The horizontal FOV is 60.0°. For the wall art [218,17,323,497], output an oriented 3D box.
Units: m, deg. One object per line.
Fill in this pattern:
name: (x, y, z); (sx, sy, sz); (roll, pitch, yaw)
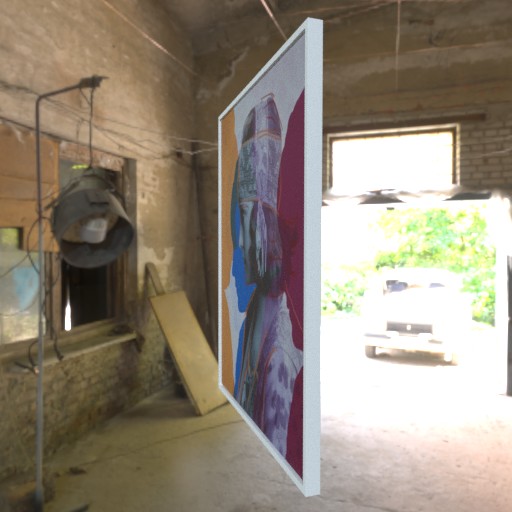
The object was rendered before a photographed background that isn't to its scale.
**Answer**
wall art: (0.000, 0.000, 1.351); (0.039, 1.050, 0.795); (-1, 2, -19)
